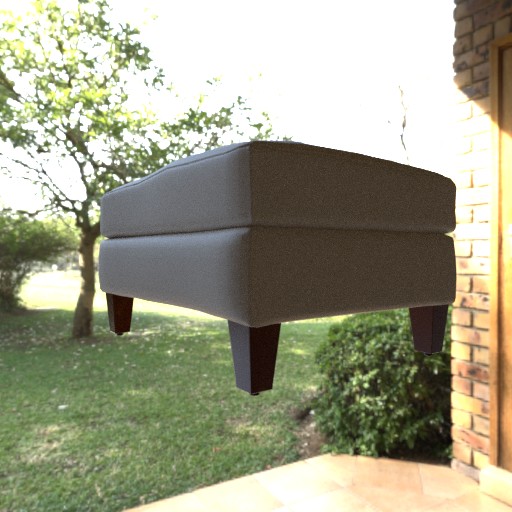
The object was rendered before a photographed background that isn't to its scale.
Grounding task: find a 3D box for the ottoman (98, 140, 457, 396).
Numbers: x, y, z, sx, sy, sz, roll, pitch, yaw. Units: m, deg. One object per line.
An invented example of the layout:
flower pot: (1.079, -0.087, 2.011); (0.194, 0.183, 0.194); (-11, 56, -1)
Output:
ottoman: (0.000, 0.000, 1.202); (0.634, 0.479, 0.818); (0, 0, -36)
